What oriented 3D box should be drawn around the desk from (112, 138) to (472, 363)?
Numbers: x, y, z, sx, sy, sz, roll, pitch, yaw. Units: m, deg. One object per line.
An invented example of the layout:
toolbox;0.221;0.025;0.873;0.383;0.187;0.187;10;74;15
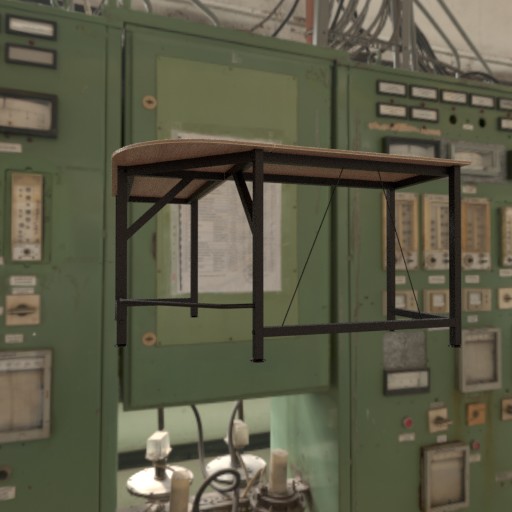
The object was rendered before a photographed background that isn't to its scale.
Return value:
desk;0.000;0.000;2.255;1.400;0.762;1.400;0;-1;-18
